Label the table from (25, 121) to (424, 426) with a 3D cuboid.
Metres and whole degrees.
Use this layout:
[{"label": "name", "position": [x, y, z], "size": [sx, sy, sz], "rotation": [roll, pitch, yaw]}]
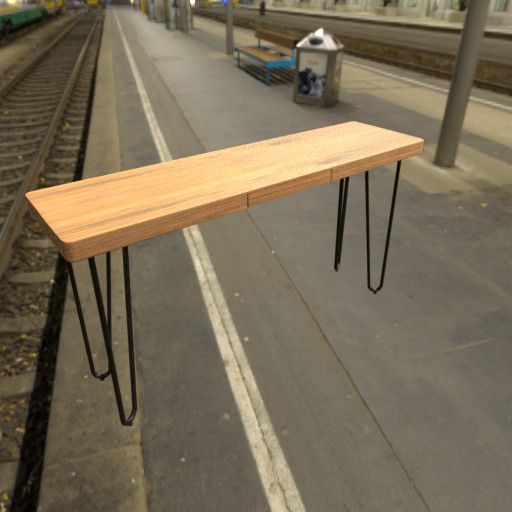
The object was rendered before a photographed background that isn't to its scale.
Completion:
[{"label": "table", "position": [0.000, 0.000, 1.908], "size": [1.570, 0.834, 0.425], "rotation": [-21, 37, -31]}]
